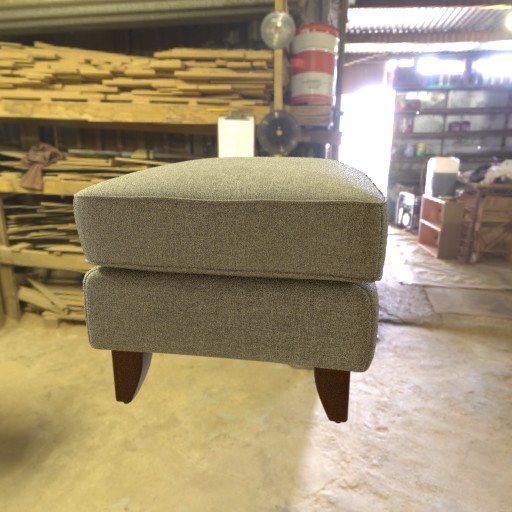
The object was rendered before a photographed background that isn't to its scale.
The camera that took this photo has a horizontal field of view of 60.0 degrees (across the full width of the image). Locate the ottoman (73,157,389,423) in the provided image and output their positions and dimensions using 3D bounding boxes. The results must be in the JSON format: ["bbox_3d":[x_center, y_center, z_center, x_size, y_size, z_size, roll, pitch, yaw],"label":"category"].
[{"bbox_3d":[0.000,0.000,1.311,0.661,0.561,0.889,3,15,10],"label":"ottoman"}]
